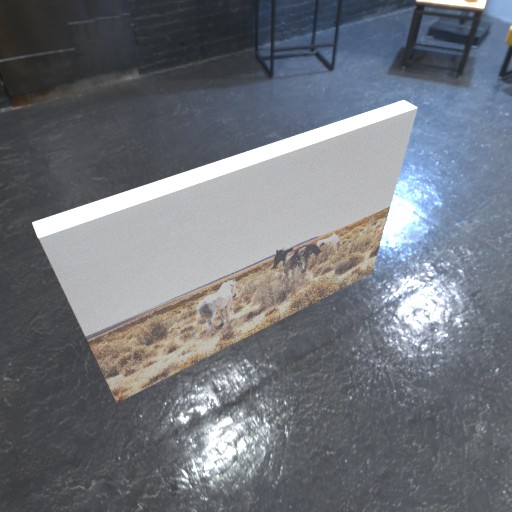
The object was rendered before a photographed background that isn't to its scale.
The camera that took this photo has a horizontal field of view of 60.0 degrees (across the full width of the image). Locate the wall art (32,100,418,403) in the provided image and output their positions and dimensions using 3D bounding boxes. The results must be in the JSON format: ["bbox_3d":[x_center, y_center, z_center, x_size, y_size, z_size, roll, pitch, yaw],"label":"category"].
[{"bbox_3d":[0.000,0.000,1.165,0.914,0.610,0.050,-23,50,-22],"label":"wall art"}]
